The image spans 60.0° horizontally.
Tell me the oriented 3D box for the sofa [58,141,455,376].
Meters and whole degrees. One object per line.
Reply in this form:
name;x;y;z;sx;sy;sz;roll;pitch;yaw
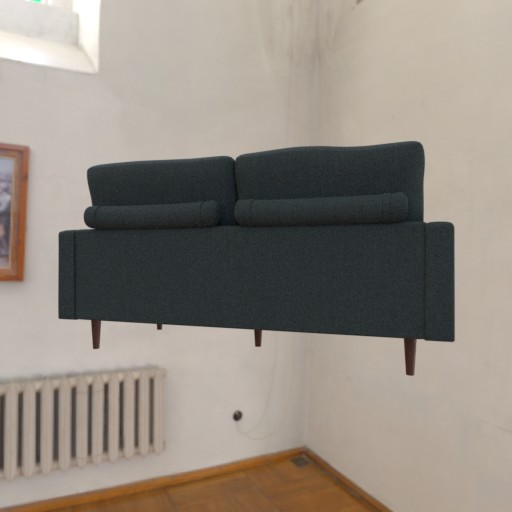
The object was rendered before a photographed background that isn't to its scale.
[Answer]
sofa;0.000;0.000;2.538;2.010;1.050;0.966;0;0;19
